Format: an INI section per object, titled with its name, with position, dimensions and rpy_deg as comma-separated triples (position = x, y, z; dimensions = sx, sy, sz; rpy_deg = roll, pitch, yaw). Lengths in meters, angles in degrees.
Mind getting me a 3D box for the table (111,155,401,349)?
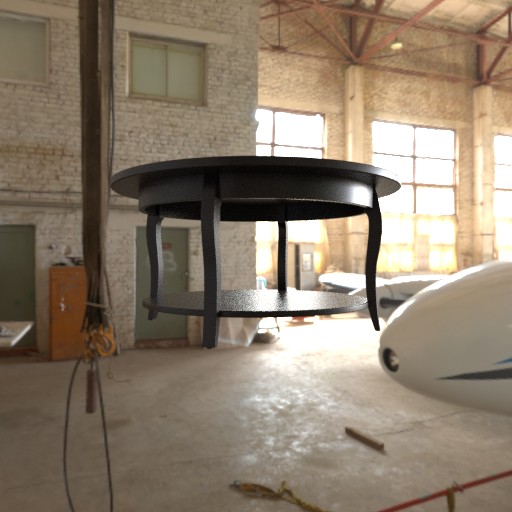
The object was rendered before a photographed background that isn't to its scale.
[table]
position = 0.000, 0.000, 1.466
dimensions = 0.914, 0.457, 0.914
rpy_deg = 0, 0, 0
